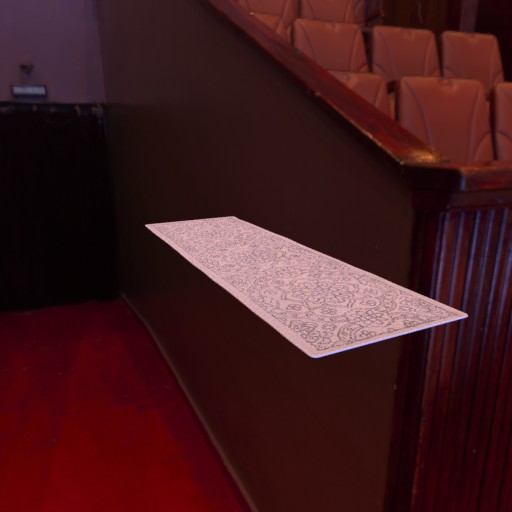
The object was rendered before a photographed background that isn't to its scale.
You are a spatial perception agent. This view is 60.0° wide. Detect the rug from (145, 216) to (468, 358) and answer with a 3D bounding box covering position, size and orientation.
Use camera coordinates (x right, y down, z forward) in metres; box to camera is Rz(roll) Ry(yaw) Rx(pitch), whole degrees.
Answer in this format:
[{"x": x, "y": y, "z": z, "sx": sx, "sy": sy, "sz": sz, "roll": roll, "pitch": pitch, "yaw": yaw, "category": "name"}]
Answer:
[{"x": 0.000, "y": 0.000, "z": 2.734, "sx": 0.806, "sy": 0.006, "sz": 2.431, "roll": -8, "pitch": 18, "yaw": -26, "category": "rug"}]
